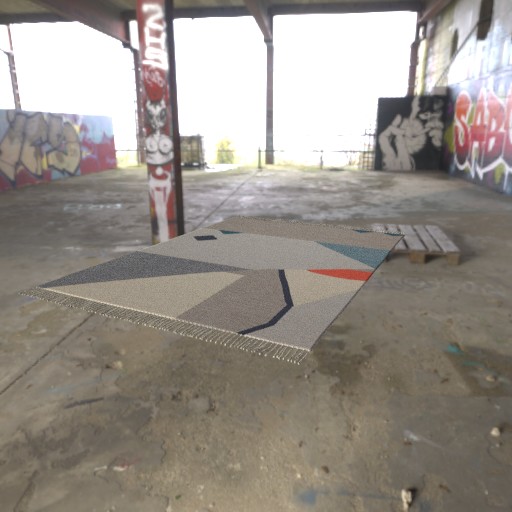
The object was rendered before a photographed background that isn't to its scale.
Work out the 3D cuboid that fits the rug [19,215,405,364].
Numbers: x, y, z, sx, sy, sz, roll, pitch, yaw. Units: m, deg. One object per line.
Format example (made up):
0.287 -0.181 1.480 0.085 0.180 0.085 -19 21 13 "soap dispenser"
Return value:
0.000 0.000 2.291 1.220 0.005 1.828 8 18 26 "rug"
